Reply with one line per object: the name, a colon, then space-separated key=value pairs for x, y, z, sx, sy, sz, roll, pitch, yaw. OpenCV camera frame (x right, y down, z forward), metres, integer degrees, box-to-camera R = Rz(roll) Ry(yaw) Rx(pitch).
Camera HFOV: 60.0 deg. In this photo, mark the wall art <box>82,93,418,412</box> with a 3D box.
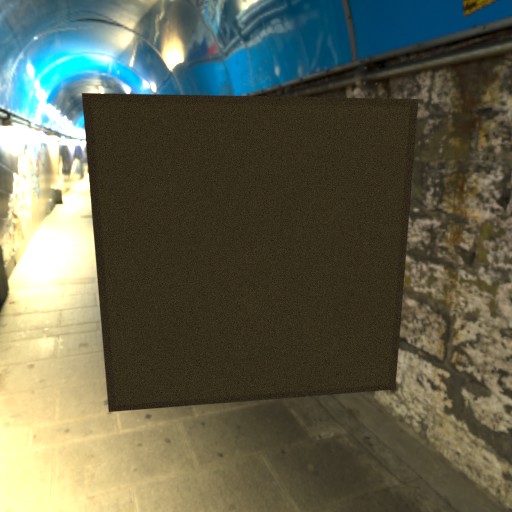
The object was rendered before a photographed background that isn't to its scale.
wall art: x=0.000 y=0.000 z=0.450 sx=0.304 sy=0.303 sz=0.038 roll=-2 pitch=13 yaw=-8
